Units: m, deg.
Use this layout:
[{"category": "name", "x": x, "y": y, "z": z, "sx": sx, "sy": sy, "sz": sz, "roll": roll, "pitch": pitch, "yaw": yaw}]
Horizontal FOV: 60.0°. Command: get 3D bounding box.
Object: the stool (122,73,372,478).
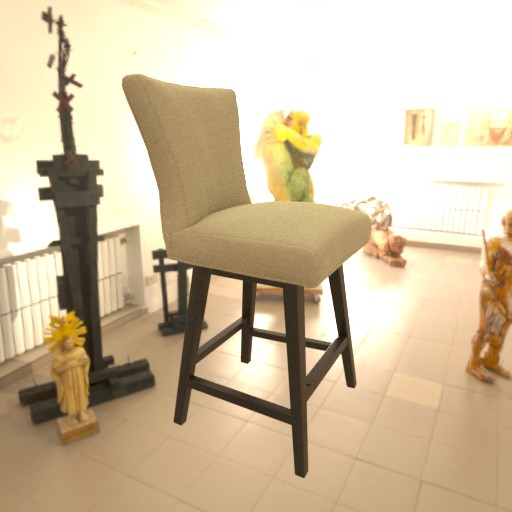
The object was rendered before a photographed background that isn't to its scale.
[{"category": "stool", "x": 0.000, "y": 0.000, "z": 1.335, "sx": 0.574, "sy": 1.000, "sz": 0.514, "roll": 8, "pitch": 18, "yaw": 27}]
